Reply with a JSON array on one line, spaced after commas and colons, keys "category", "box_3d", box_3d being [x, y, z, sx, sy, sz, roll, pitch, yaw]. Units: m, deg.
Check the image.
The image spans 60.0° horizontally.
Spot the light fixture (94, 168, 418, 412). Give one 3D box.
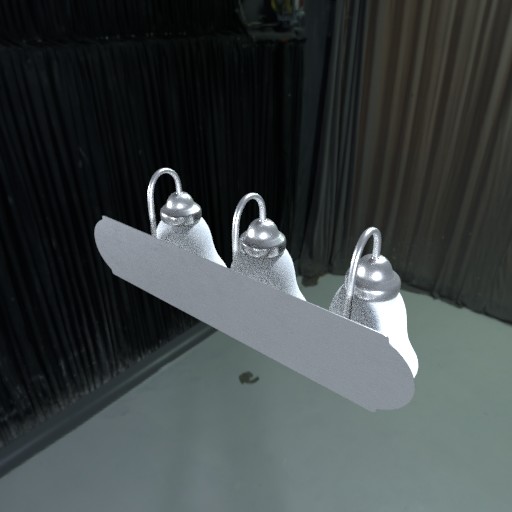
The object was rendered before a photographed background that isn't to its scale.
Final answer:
[{"category": "light fixture", "box_3d": [0.000, 0.000, 0.716, 0.610, 0.222, 0.199, 21, 35, 33]}]
